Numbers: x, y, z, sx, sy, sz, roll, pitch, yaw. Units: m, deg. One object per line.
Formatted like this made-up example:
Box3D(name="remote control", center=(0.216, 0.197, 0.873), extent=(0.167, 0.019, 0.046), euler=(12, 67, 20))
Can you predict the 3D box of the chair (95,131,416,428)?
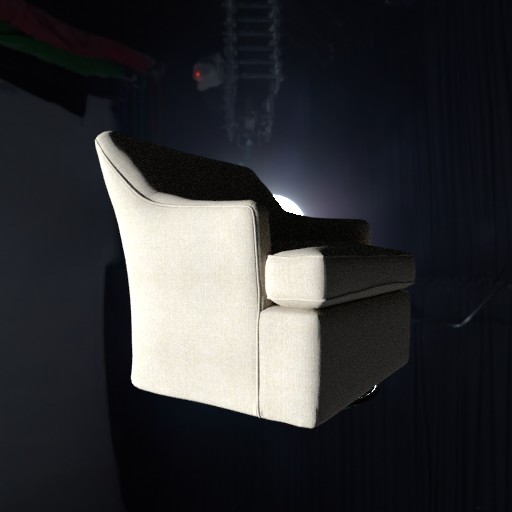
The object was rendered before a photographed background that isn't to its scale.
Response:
Box3D(name="chair", center=(0.000, 0.000, 1.569), extent=(0.923, 0.856, 0.864), euler=(0, 1, 34))
